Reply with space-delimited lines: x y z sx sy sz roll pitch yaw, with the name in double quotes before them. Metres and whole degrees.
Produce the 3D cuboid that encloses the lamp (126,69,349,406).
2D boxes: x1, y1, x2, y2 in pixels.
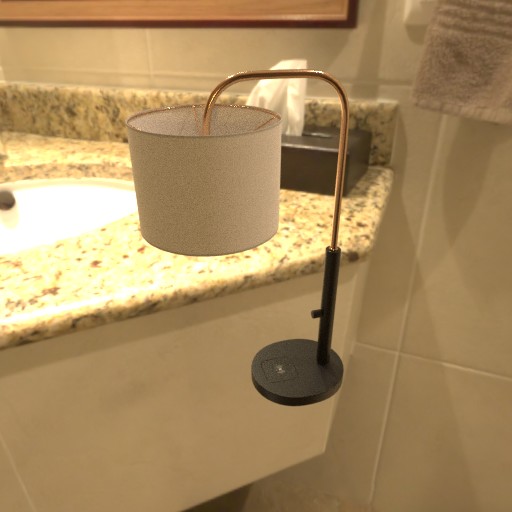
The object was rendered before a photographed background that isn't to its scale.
"lamp" 0.000 0.000 0.696 0.337 0.540 0.199 -8 30 -14
